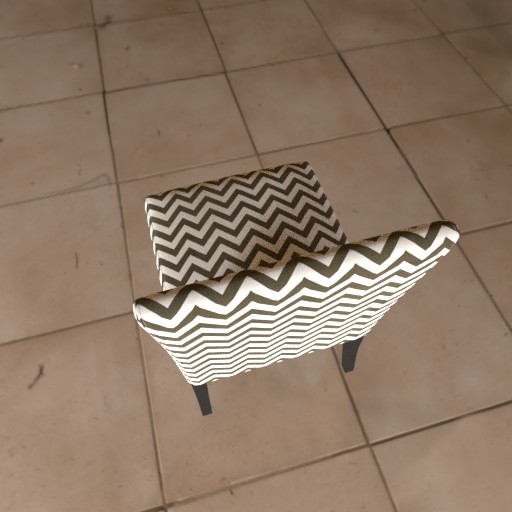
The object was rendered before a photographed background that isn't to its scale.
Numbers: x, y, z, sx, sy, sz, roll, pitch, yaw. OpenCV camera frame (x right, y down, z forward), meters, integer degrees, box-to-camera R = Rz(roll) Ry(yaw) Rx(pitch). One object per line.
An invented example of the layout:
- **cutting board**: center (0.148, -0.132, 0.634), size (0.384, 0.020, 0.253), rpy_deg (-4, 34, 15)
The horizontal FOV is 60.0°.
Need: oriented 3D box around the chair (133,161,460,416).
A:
- **chair**: center (0.000, 0.000, 1.254), size (0.589, 0.838, 0.648), rpy_deg (-14, 59, -9)
